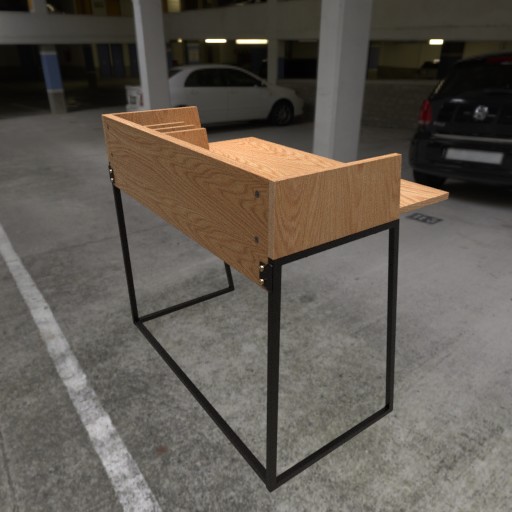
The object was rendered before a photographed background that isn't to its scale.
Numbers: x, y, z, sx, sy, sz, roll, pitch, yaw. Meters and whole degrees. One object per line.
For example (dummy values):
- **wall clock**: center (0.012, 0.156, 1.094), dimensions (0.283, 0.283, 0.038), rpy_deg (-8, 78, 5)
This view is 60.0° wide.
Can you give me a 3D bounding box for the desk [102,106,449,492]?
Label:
- **desk**: center (0.000, 0.000, 1.856), dimensions (0.769, 1.061, 1.191), rpy_deg (-17, 31, -31)
